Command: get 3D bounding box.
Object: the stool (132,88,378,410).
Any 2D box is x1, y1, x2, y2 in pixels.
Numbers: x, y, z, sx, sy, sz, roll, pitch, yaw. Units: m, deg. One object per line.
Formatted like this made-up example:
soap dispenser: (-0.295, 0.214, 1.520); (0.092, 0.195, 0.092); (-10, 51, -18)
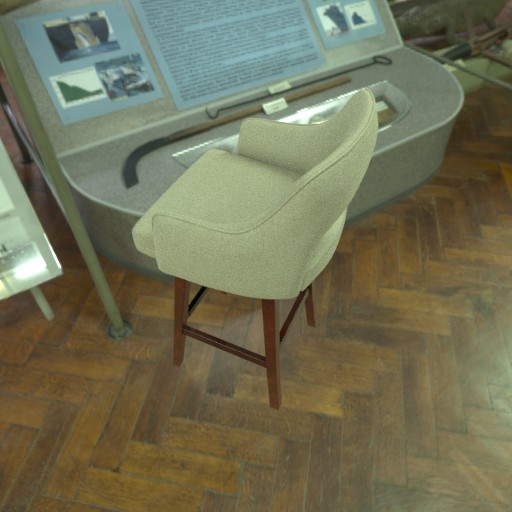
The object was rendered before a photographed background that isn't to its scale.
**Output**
stool: (0.000, 0.000, 1.404); (0.560, 1.041, 0.550); (18, 49, 17)
